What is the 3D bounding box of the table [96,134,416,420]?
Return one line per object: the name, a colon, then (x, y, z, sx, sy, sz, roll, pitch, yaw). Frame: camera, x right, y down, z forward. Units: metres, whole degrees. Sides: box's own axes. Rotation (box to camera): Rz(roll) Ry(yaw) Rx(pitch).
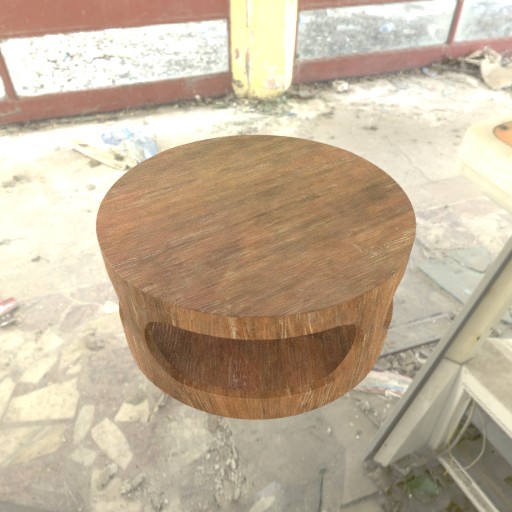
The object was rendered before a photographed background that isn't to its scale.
table: (0.000, 0.000, 1.541, 0.974, 0.450, 0.974, 0, 40, 0)
